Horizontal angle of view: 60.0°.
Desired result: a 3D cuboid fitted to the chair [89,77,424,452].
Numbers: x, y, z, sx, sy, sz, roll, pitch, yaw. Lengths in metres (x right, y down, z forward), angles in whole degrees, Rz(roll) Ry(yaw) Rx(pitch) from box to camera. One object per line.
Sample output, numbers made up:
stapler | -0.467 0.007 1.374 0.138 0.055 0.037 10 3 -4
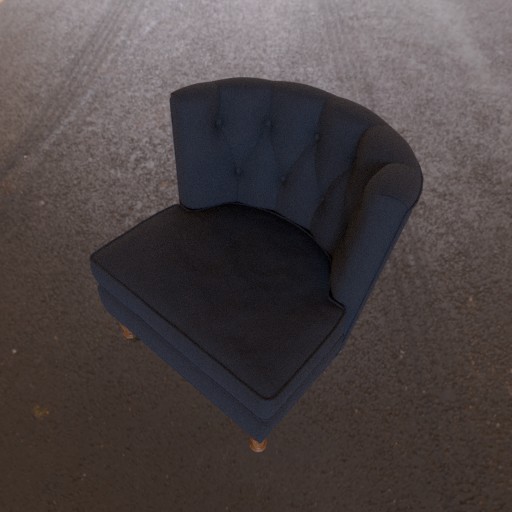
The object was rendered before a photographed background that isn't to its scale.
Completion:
chair | 0.000 0.000 1.311 0.740 0.771 0.718 32 55 26
